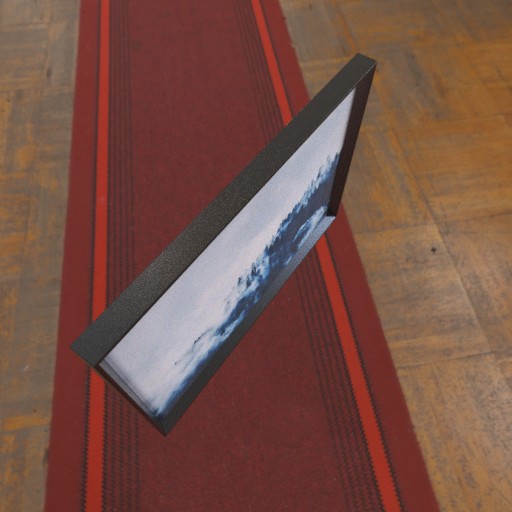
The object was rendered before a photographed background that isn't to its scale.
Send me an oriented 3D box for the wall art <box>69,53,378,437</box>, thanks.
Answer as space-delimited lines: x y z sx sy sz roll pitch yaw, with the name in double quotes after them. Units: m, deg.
0.000 0.000 1.167 0.058 0.640 0.939 32 64 18 "wall art"
